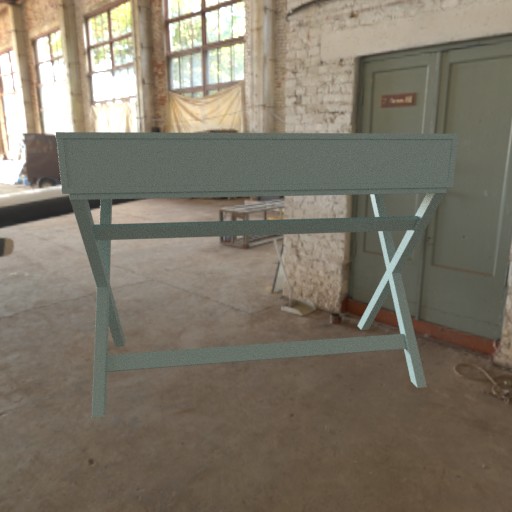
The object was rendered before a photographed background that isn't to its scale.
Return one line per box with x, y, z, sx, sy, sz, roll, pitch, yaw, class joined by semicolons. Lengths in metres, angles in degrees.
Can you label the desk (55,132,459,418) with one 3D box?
0.000;0.000;1.482;1.059;0.780;0.509;-2;14;-9;desk
